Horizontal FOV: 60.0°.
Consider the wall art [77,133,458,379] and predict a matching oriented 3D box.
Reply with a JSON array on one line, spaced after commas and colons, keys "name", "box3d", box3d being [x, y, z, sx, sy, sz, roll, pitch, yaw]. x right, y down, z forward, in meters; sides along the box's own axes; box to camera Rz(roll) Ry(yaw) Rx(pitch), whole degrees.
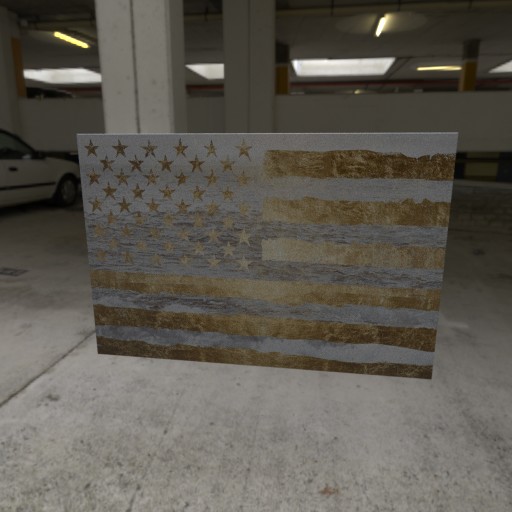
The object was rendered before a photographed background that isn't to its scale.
[{"name": "wall art", "box3d": [0.000, 0.000, 1.431, 1.145, 0.762, 0.041, 2, 14, 9]}]
